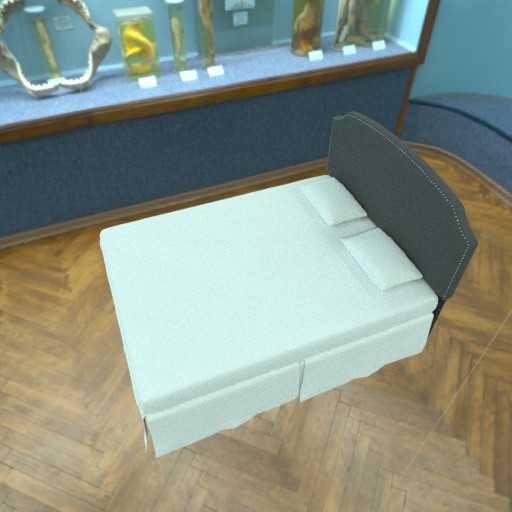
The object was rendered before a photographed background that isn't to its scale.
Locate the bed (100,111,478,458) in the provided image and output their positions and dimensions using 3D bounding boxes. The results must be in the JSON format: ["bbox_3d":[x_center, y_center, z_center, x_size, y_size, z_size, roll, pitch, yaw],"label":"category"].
[{"bbox_3d":[0.000,0.000,2.943,1.999,1.270,1.558,-16,47,-15],"label":"bed"}]
